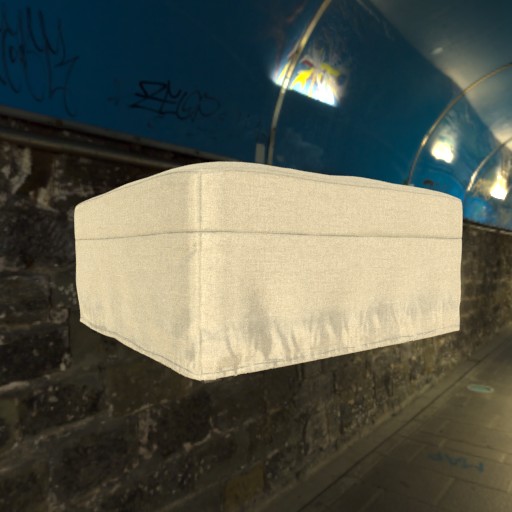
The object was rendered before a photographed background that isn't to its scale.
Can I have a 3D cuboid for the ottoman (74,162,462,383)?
[{"bbox_3d":[0.000,0.000,1.308,0.843,0.436,0.840,-1,1,-36],"label":"ottoman"}]
